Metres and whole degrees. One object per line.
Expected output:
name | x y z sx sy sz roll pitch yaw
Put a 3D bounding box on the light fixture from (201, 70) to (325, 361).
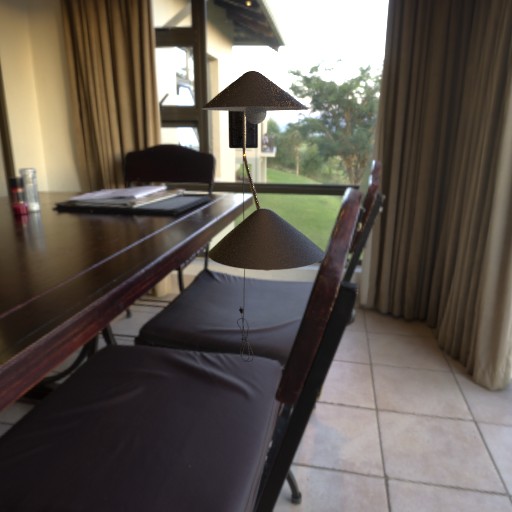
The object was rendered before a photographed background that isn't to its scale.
light fixture | 0.000 0.000 0.843 0.189 0.665 0.422 -2 16 -8
